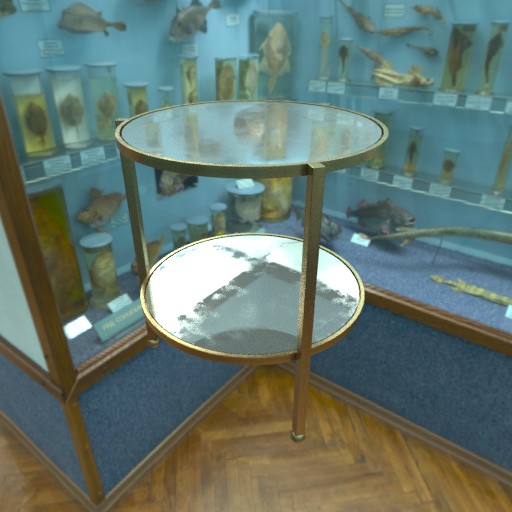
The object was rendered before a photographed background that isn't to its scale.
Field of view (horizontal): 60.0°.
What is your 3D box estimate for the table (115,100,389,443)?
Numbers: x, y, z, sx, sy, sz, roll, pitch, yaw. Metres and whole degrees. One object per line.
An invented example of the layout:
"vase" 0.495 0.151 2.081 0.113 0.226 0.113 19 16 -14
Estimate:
"table" 0.000 0.000 0.458 0.231 0.269 0.243 22 36 34
